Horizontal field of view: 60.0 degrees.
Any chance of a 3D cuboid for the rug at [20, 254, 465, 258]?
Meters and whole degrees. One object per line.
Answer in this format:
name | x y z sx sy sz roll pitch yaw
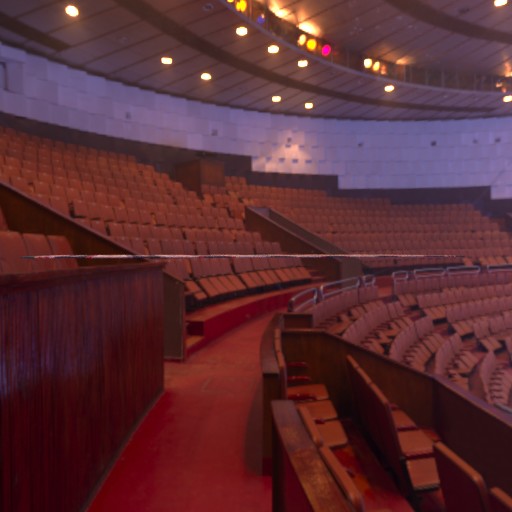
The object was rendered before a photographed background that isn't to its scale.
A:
rug | 0.000 0.000 2.705 2.440 0.009 0.760 0 1 -17
